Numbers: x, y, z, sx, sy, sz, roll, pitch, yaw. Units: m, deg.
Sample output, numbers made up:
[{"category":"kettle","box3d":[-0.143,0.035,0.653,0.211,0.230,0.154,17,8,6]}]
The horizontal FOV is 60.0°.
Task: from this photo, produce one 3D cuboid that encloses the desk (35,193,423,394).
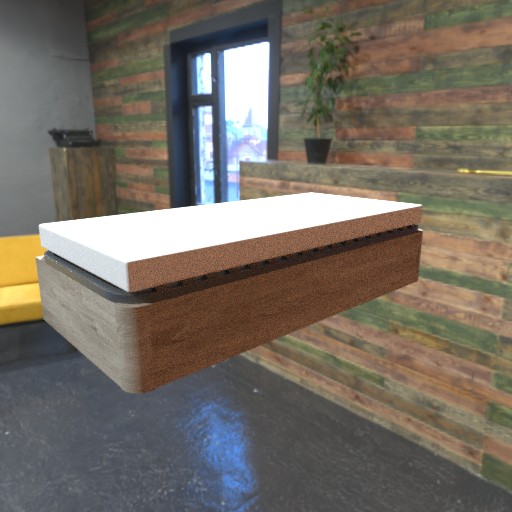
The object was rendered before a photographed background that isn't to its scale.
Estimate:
[{"category":"desk","box3d":[0.000,0.000,2.325,1.900,0.455,0.900,-13,19,-41]}]
